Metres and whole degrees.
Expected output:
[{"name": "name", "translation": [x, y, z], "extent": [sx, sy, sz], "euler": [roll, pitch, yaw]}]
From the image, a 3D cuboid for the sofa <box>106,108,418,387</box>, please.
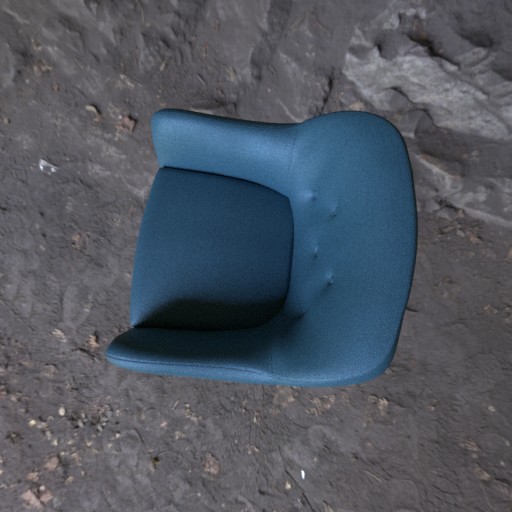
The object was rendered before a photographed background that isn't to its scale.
[{"name": "sofa", "translation": [0.000, 0.000, 1.514], "extent": [0.825, 0.817, 0.836], "euler": [7, 77, 2]}]
